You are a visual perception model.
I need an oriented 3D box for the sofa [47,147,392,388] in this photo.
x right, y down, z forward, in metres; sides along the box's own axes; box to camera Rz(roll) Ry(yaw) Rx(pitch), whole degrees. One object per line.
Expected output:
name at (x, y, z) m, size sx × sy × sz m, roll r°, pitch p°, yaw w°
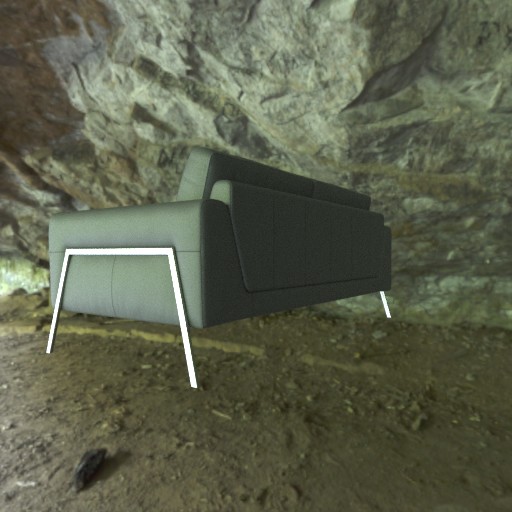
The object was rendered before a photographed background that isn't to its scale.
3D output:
sofa at (0.000, 0.000, 2.578) m, size 0.953 × 0.875 × 2.017 m, roll 0°, pitch 0°, yaw 35°
